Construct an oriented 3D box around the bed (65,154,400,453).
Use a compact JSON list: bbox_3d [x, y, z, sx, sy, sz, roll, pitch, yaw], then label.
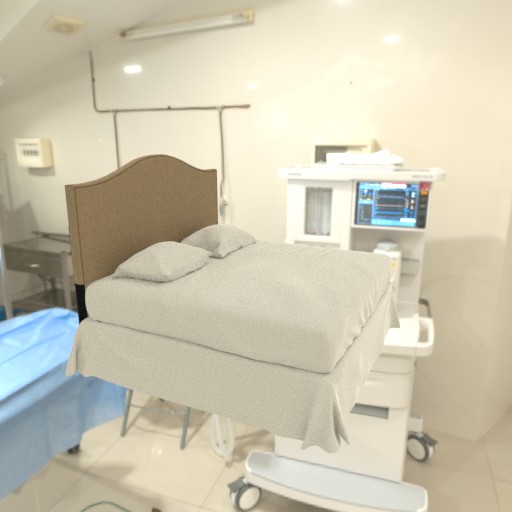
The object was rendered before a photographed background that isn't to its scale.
[{"bbox_3d":[0.000,0.000,3.756,2.222,1.651,2.311,7,16,25],"label":"bed"}]
